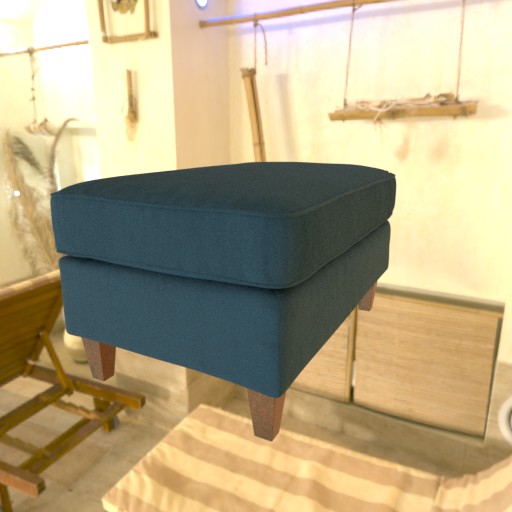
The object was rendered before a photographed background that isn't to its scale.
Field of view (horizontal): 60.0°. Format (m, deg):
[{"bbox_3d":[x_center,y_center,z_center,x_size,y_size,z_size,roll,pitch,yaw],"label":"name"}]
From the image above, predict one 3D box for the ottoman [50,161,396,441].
[{"bbox_3d":[0.000,0.000,1.217,0.583,0.484,0.862,8,17,27],"label":"ottoman"}]
